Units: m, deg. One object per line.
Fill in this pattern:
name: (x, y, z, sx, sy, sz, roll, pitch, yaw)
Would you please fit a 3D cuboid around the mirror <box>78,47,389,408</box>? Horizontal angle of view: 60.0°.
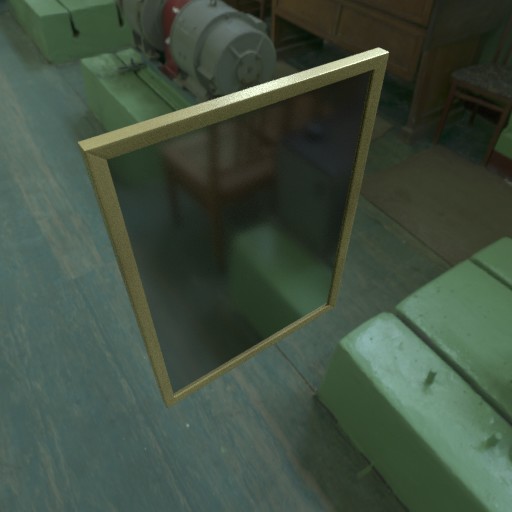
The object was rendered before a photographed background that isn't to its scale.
mirror: (0.000, 0.000, 1.306, 0.762, 1.016, 0.040, -26, 52, -23)
